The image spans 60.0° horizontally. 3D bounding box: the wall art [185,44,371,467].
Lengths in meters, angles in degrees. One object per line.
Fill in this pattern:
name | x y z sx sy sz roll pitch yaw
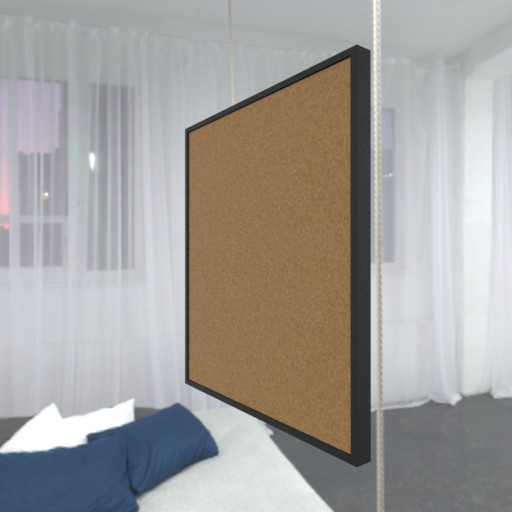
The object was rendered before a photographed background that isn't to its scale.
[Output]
wall art | 0.000 0.000 0.537 0.019 0.381 0.330 0 0 -37
